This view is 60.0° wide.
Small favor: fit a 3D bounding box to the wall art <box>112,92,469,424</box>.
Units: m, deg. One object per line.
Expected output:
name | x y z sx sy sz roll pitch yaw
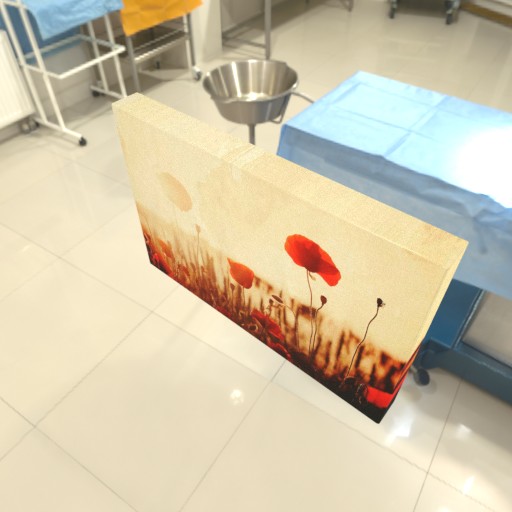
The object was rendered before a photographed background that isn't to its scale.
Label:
wall art | 0.000 0.000 0.494 0.383 0.251 0.037 31 53 27
